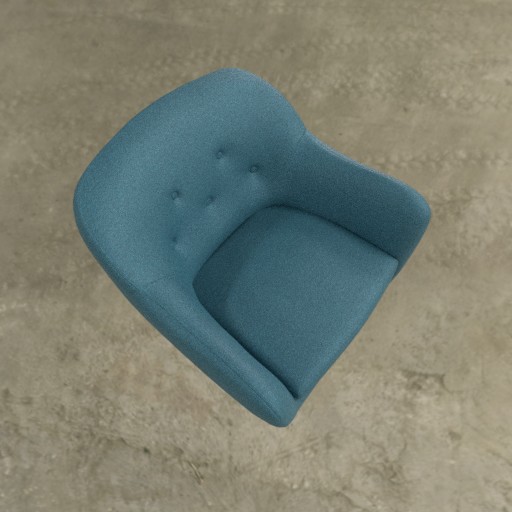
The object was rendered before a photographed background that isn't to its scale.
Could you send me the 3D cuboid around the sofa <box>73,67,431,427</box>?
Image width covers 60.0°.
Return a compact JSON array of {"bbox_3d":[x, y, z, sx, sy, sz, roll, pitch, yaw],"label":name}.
[{"bbox_3d":[0.000,0.000,1.487,0.825,0.817,0.836,34,65,19],"label":"sofa"}]
